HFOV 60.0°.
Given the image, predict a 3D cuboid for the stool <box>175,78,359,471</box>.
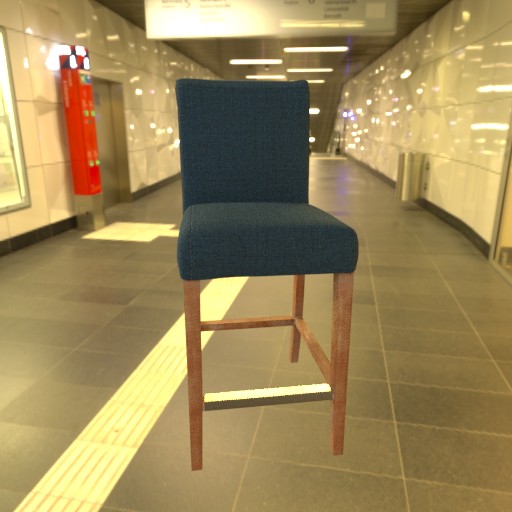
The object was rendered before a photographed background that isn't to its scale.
[{"bbox_3d":[0.000,0.000,1.335,0.454,1.039,0.567,-2,17,-8],"label":"stool"}]
